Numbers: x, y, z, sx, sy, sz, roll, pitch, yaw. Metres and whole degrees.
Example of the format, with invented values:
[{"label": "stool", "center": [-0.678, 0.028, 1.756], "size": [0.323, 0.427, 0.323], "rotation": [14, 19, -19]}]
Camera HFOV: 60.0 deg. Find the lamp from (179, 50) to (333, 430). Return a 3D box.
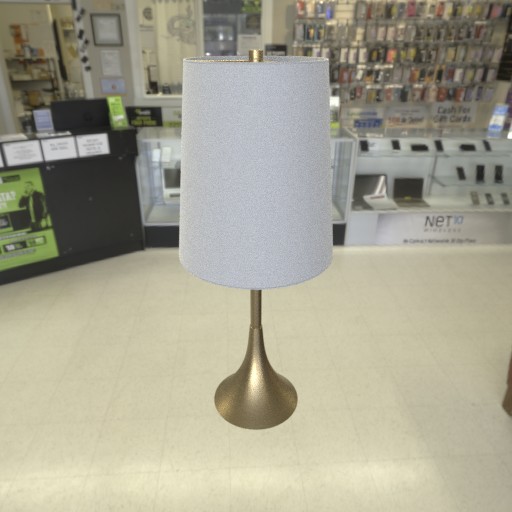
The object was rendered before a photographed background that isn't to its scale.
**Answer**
[{"label": "lamp", "center": [0.000, 0.000, 0.675], "size": [0.231, 0.569, 0.231], "rotation": [0, 26, 0]}]
